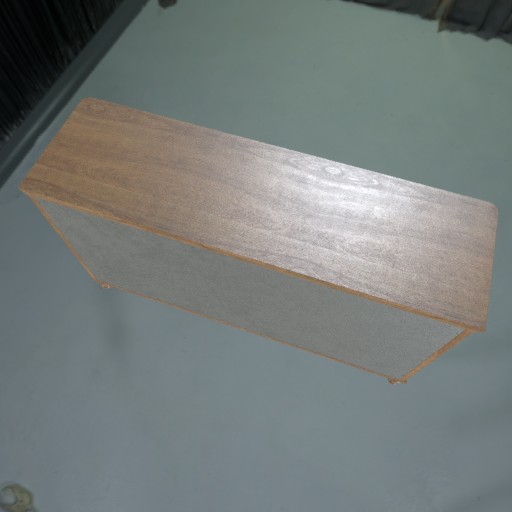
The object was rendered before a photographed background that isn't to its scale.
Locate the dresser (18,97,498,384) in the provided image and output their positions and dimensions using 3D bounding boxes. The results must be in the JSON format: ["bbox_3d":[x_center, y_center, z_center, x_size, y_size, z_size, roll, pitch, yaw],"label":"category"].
[{"bbox_3d":[0.000,0.000,1.913,1.583,0.892,0.468,17,64,9],"label":"dresser"}]
